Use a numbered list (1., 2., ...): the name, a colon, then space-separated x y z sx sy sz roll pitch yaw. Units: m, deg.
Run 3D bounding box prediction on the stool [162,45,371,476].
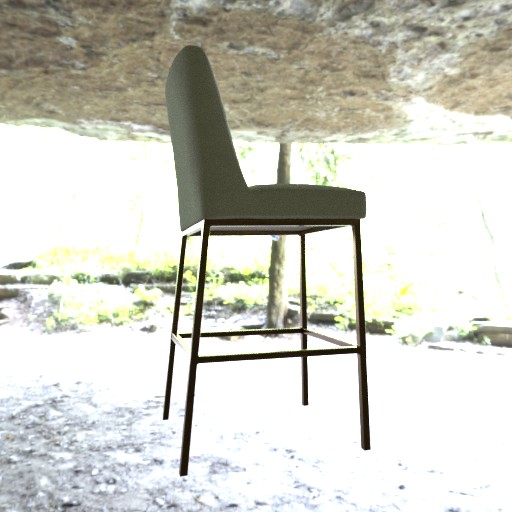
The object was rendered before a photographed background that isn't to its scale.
1. stool: 0.000 0.000 1.372 0.546 1.084 0.462 0 -2 -17
